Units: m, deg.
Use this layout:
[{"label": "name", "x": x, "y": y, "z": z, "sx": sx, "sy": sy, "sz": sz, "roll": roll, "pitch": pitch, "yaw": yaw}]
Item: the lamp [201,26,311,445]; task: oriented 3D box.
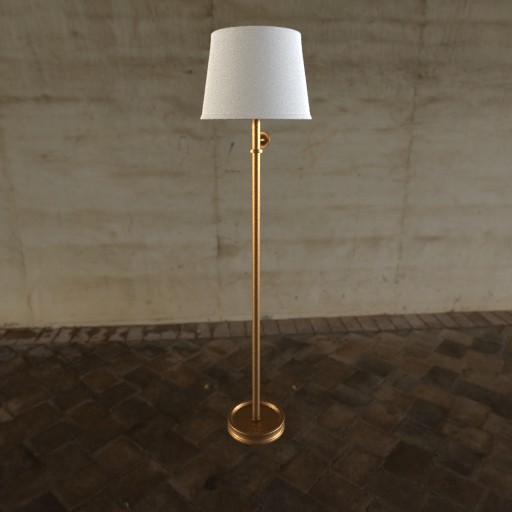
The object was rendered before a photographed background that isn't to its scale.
[{"label": "lamp", "x": 0.000, "y": 0.000, "z": 0.785, "sx": 0.178, "sy": 0.710, "sz": 0.178, "roll": 0, "pitch": 17, "yaw": 0}]
